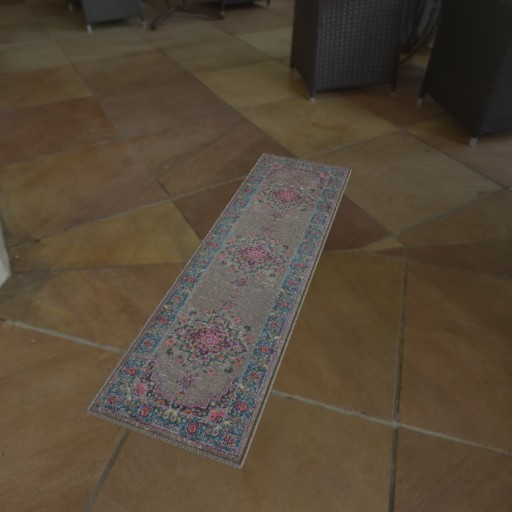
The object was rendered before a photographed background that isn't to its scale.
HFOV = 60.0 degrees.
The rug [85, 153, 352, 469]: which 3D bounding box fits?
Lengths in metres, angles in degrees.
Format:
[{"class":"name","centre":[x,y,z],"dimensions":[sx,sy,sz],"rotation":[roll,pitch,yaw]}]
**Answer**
[{"class":"rug","centre":[0.000,0.000,2.030],"dimensions":[0.553,0.012,1.827],"rotation":[13,43,14]}]
